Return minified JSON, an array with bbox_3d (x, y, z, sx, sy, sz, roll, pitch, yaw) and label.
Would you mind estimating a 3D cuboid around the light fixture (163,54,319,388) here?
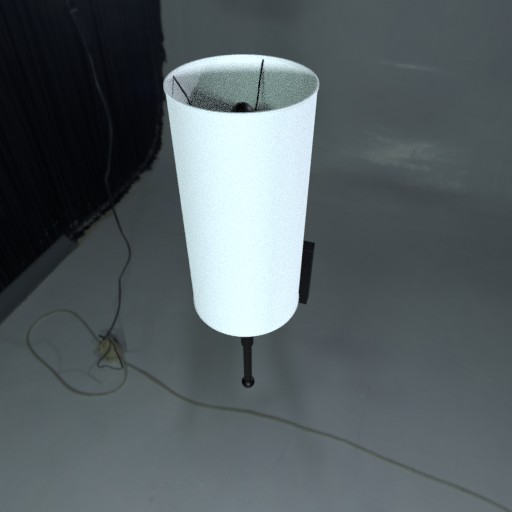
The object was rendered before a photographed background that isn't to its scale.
[{"bbox_3d":[0.000,0.000,0.550,0.128,0.462,0.208,12,43,13],"label":"light fixture"}]
